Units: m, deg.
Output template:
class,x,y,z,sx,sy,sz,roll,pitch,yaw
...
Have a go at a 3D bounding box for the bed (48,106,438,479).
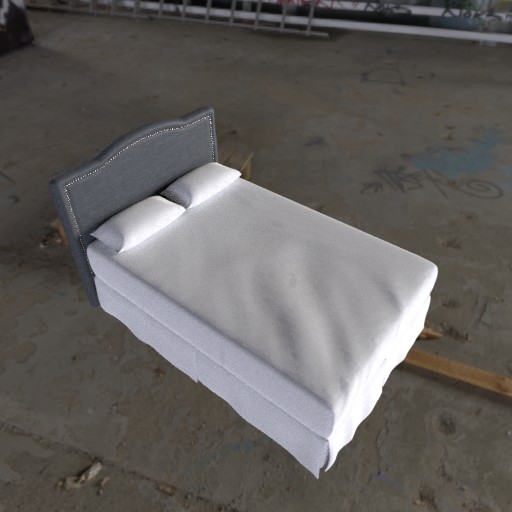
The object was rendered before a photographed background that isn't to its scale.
class,x,y,z,sx,sy,sz,roll,pitch,yaw
bed,0.000,0.000,3.509,2.507,1.441,1.747,28,49,28
